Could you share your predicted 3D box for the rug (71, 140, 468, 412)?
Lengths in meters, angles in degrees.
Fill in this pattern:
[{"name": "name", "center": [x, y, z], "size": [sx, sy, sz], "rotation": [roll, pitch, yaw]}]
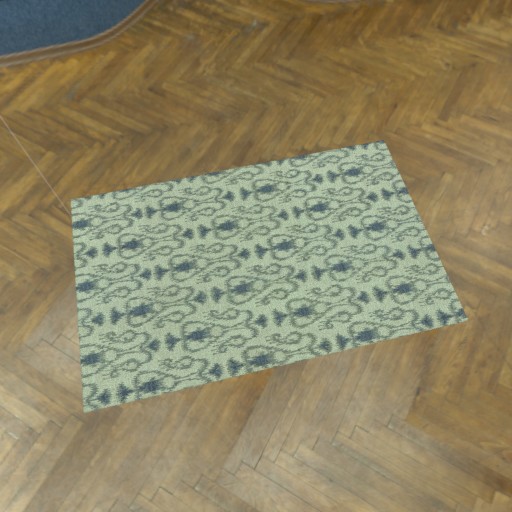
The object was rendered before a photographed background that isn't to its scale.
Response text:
[{"name": "rug", "center": [0.000, 0.000, 2.064], "size": [1.652, 0.006, 1.035], "rotation": [-12, 64, -6]}]
